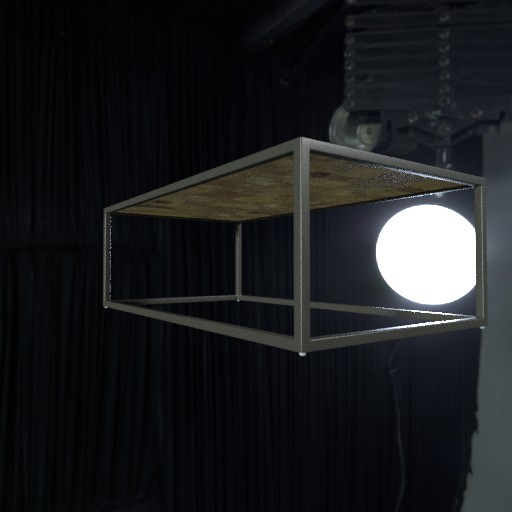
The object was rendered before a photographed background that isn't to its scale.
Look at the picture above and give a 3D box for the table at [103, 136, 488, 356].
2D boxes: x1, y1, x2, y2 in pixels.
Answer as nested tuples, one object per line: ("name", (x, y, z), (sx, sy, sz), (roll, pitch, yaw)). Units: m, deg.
("table", (0.000, 0.000, 1.473), (0.649, 0.398, 1.199), (1, -2, -35))
